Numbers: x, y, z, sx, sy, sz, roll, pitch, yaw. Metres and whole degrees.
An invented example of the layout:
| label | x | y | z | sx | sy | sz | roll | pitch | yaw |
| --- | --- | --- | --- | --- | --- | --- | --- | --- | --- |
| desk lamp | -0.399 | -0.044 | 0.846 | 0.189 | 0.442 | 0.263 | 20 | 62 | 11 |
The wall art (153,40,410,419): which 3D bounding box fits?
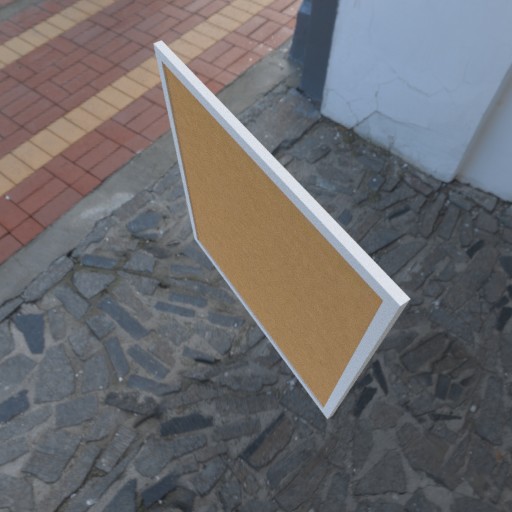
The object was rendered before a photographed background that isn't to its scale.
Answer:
| label | x | y | z | sx | sy | sz | roll | pitch | yaw |
| --- | --- | --- | --- | --- | --- | --- | --- | --- | --- |
| wall art | 0.000 | 0.000 | 0.676 | 0.012 | 0.457 | 0.457 | -30 | 63 | -17 |
